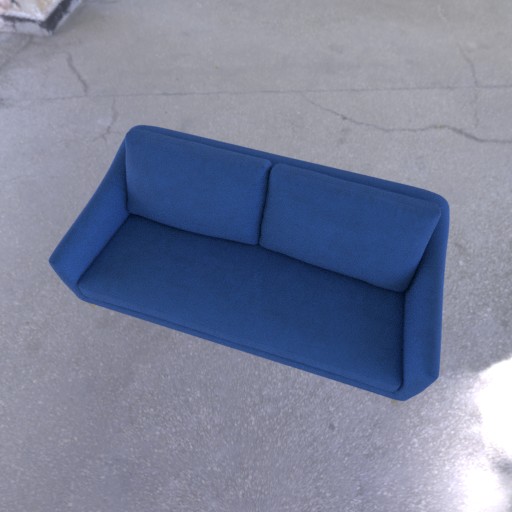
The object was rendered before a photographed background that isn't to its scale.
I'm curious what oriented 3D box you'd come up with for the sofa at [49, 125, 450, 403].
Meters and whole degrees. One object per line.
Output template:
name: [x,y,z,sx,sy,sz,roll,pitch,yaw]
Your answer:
sofa: [0.000,0.000,2.522,2.036,0.903,0.960,15,59,10]
